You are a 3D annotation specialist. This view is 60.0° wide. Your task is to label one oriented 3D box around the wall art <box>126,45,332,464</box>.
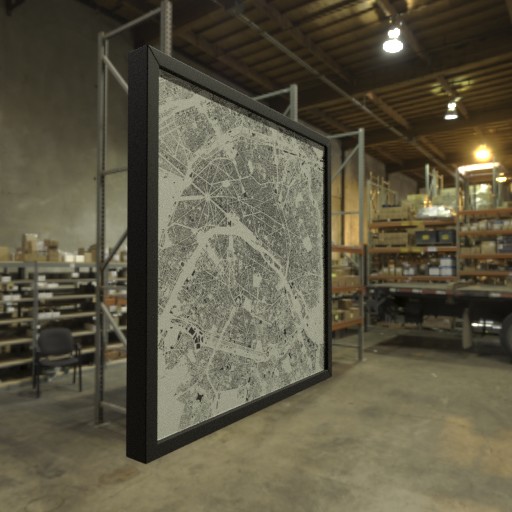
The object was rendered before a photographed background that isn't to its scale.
[{"bbox_3d":[0.000,0.000,0.752,0.037,0.508,0.508,-1,-1,35],"label":"wall art"}]
